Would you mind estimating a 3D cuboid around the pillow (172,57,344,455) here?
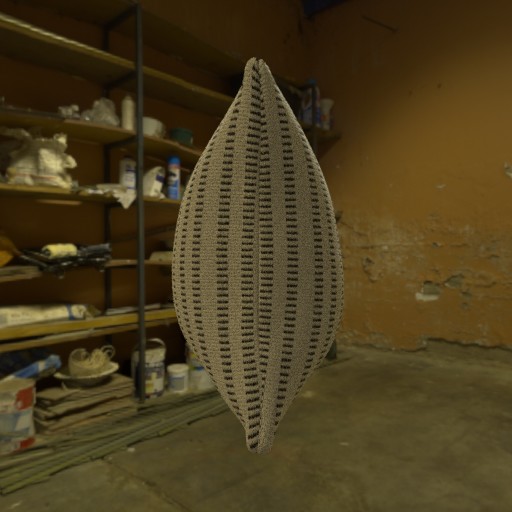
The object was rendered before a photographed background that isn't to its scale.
[{"bbox_3d":[0.000,0.000,0.676,0.247,0.419,0.438,0,0,-1],"label":"pillow"}]
